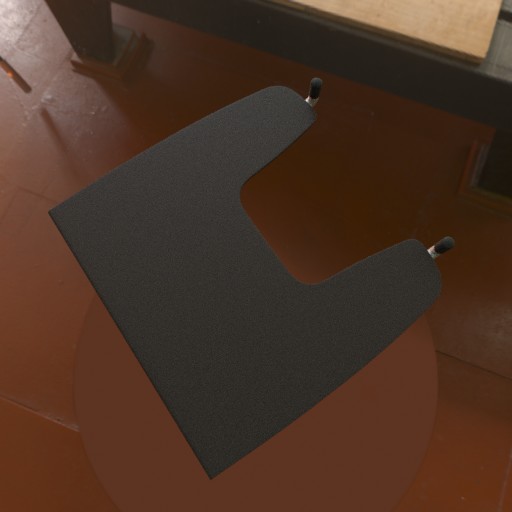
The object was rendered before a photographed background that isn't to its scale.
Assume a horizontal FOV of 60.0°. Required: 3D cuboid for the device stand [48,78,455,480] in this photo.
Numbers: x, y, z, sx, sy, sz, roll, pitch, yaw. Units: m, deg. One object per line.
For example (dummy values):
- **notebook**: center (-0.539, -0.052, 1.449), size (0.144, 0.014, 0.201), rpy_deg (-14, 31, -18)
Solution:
- **device stand**: center (0.000, 0.000, 0.355), size (0.230, 0.092, 0.230), rpy_deg (-34, 78, -8)
